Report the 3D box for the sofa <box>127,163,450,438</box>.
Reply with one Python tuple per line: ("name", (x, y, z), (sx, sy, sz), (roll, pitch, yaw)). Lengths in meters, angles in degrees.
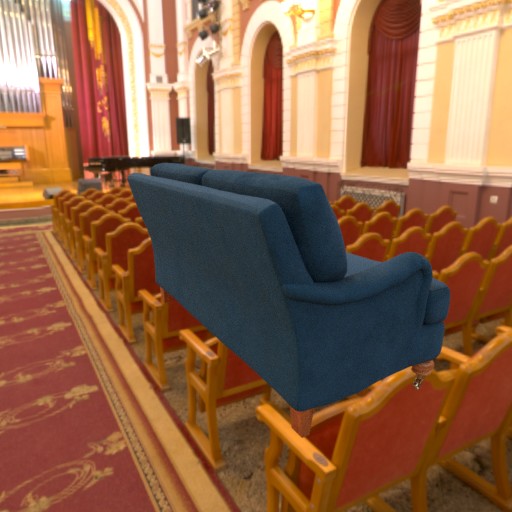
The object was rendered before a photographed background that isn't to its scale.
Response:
("sofa", (0.000, 0.000, 2.792), (1.084, 1.101, 2.141), (-8, 16, -28))
